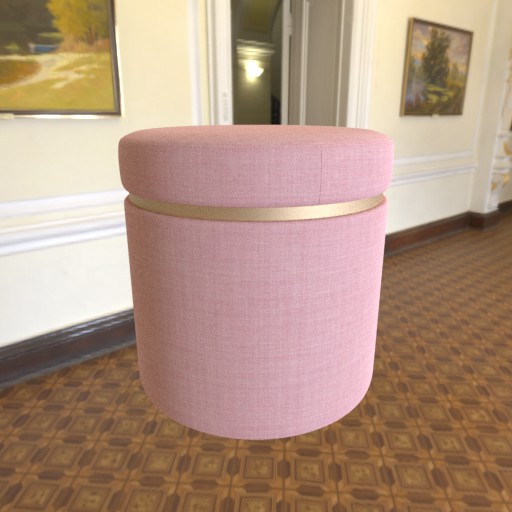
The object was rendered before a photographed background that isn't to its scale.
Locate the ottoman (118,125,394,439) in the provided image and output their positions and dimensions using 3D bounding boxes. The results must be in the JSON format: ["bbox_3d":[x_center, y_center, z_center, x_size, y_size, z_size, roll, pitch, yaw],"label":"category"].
[{"bbox_3d":[0.000,0.000,0.720,0.400,0.406,0.400,0,18,0],"label":"ottoman"}]
